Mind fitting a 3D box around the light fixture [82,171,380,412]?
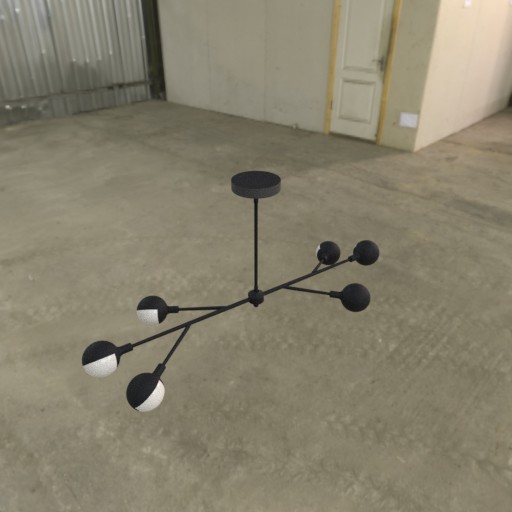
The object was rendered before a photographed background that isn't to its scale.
[{"bbox_3d":[0.000,0.000,0.991,0.778,0.362,0.434,-10,32,-16],"label":"light fixture"}]
